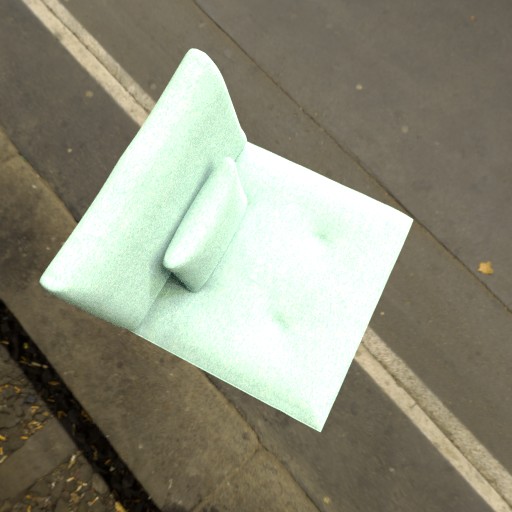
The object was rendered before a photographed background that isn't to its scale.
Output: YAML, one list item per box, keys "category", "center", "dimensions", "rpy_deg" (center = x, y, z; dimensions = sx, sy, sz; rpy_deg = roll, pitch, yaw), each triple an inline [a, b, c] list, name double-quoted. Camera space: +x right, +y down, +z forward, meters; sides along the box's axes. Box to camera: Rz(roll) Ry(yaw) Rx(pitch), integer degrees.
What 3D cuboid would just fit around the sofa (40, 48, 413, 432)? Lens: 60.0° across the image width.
- category: "sofa"
  center: [0.000, 0.000, 1.679]
  dimensions: [1.000, 0.820, 0.930]
  rpy_deg: [26, 76, 7]
